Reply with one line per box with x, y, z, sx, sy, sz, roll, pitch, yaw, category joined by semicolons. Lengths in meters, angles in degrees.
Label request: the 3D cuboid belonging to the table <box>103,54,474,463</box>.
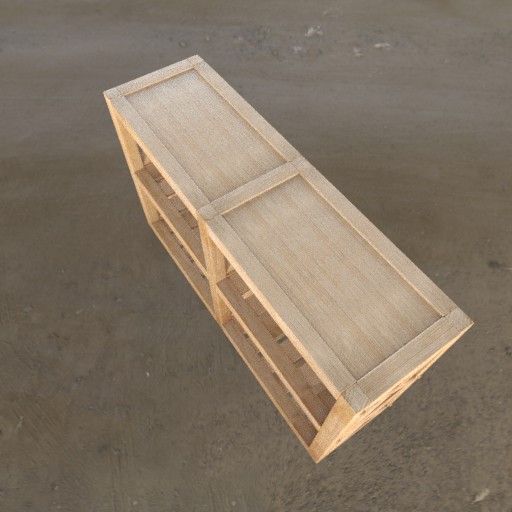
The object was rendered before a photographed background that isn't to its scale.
0.000;0.000;1.621;0.381;0.762;1.320;-30;63;-18;table
